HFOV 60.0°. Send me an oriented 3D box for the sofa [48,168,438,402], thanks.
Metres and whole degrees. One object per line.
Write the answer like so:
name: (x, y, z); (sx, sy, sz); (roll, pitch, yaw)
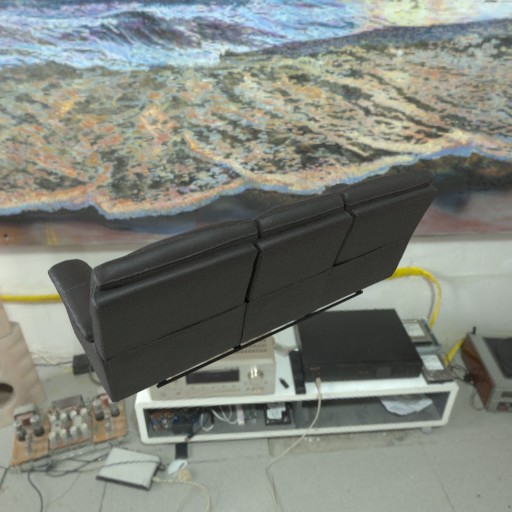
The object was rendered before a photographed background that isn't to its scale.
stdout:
sofa: (0.000, 0.000, 3.204); (2.627, 1.134, 1.104); (-19, 35, -29)
